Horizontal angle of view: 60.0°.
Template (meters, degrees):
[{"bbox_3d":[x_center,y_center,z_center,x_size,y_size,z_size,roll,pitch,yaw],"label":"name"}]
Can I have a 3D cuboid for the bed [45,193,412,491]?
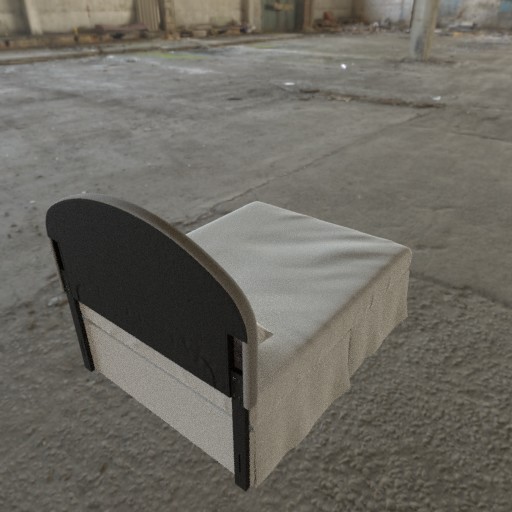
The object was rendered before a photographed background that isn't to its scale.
[{"bbox_3d":[0.000,0.000,3.002,1.607,1.410,2.005,21,36,33],"label":"bed"}]
